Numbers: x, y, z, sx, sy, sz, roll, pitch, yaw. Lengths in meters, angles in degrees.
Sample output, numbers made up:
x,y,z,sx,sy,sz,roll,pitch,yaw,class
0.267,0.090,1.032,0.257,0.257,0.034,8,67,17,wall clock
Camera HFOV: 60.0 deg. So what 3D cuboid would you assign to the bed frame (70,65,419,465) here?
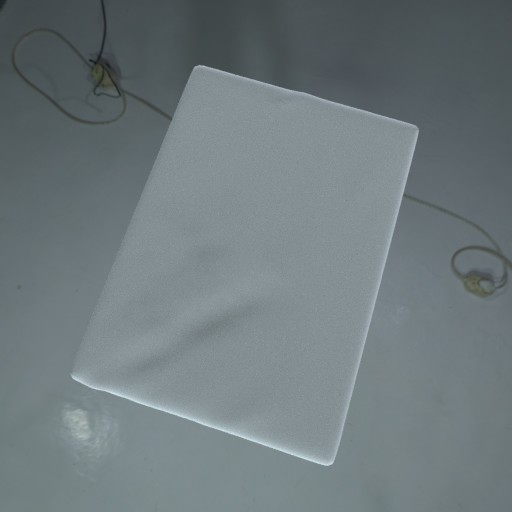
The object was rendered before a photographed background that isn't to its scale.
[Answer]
x,y,z,sx,sy,sz,roll,pitch,yaw,class
0.000,0.000,2.613,1.372,0.637,1.905,17,77,4,bed frame
